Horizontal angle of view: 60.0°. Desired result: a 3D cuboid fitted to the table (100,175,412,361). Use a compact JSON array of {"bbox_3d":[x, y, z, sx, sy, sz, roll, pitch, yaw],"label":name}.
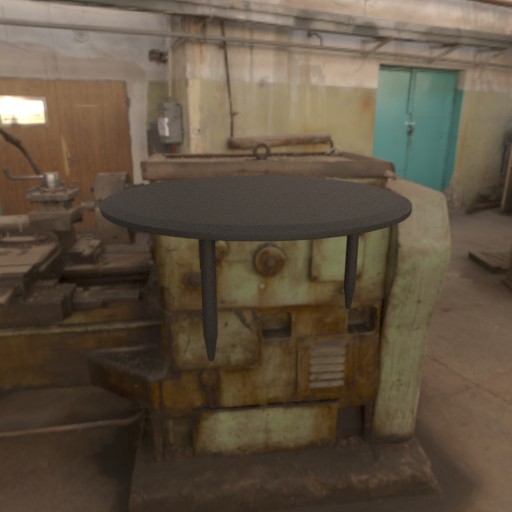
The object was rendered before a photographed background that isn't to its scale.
[{"bbox_3d":[0.000,0.000,1.404,0.900,0.400,0.900,0,17,0],"label":"table"}]
